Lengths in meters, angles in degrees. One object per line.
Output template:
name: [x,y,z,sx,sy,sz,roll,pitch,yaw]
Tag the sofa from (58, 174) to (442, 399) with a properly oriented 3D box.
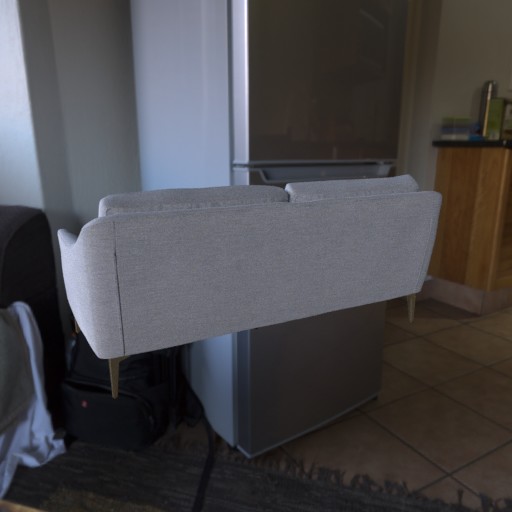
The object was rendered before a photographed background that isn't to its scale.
sofa: [0.000,0.000,2.567,2.036,0.913,0.980,-8,17,-27]
